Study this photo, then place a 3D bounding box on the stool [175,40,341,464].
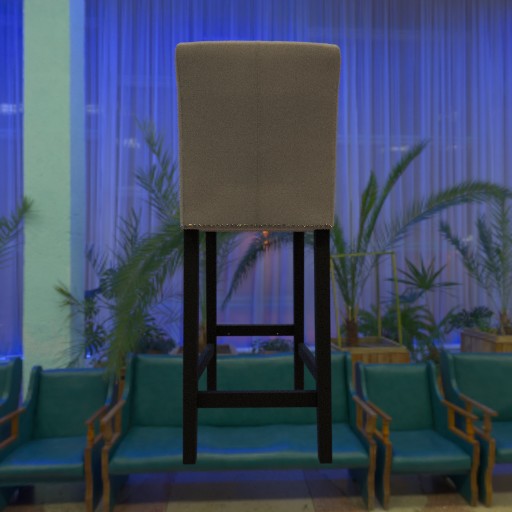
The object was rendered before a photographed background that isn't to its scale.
[{"bbox_3d":[0.000,0.000,1.323,0.411,1.047,0.548,0,-1,-1],"label":"stool"}]
